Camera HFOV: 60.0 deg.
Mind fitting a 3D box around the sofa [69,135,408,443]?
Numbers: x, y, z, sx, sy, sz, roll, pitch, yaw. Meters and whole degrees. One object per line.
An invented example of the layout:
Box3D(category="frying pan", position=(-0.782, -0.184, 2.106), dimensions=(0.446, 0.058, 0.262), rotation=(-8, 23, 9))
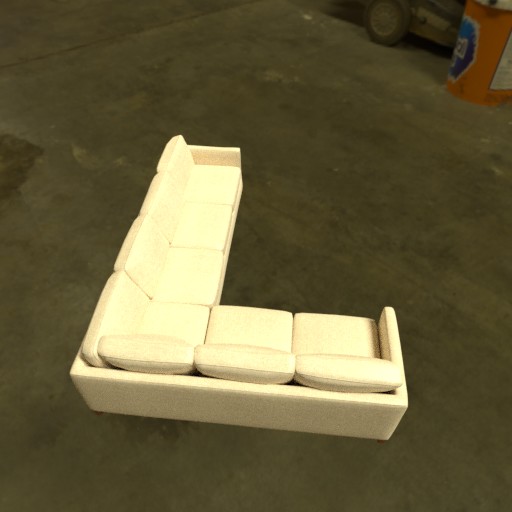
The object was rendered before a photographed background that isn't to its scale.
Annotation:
Box3D(category="sofa", position=(0.000, 0.000, 4.579), dimensions=(2.593, 0.947, 3.302), rotation=(4, 46, 4))
